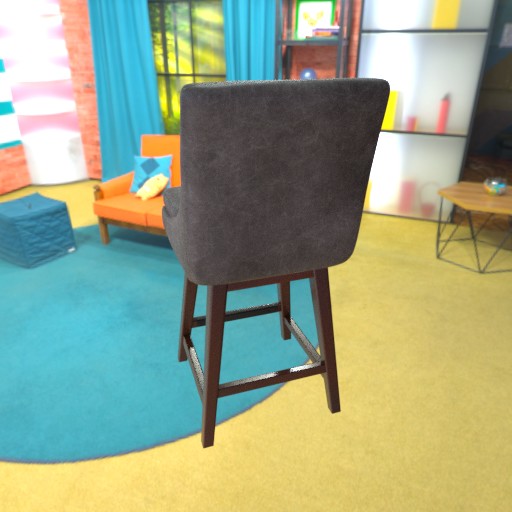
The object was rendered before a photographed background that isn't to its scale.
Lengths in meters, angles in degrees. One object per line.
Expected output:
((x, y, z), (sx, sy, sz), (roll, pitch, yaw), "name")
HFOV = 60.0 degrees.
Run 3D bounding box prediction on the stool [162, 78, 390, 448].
((0.000, 0.000, 1.364), (0.492, 1.046, 0.587), (-8, 27, -17), "stool")
